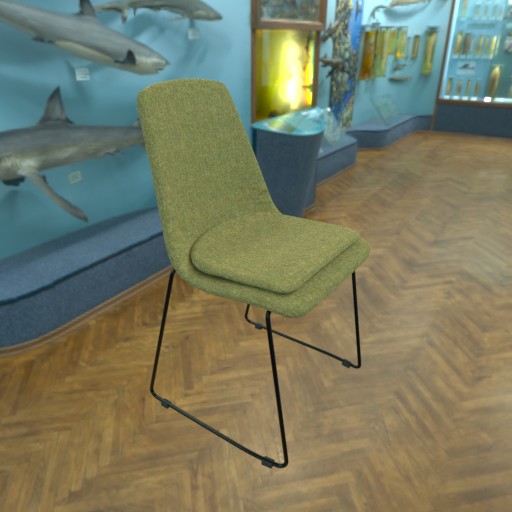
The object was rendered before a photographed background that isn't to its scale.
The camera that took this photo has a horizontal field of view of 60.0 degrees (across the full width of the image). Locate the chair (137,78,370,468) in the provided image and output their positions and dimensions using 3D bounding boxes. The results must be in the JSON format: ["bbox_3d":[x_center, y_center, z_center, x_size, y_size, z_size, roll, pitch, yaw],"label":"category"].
[{"bbox_3d":[0.000,0.000,1.170,0.496,0.849,0.479,17,31,31],"label":"chair"}]
